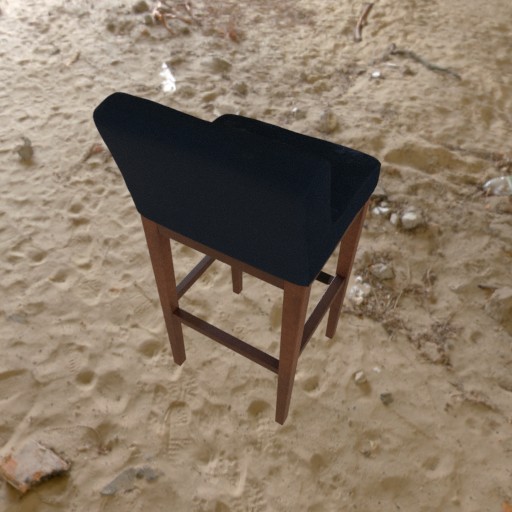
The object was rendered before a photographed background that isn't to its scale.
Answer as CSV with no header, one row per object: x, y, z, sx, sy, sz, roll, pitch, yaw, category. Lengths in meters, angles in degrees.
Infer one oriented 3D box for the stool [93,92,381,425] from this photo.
0.000,0.000,1.313,0.511,1.037,0.500,24,50,21,stool
